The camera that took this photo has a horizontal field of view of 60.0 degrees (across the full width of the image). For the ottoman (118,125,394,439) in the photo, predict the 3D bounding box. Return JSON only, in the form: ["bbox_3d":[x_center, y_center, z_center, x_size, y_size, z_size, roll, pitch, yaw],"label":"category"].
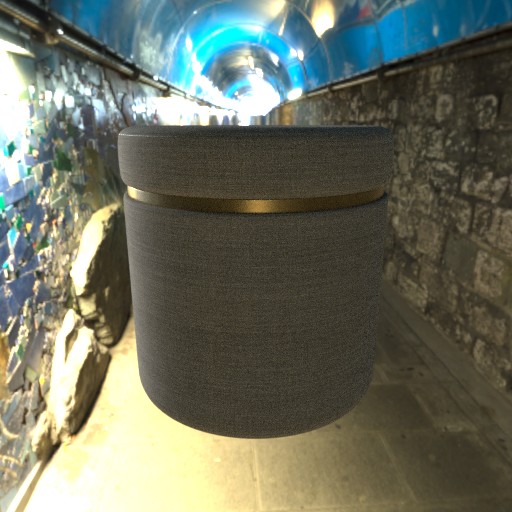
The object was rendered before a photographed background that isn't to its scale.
[{"bbox_3d":[0.000,0.000,0.719,0.400,0.406,0.400,0,17,0],"label":"ottoman"}]
